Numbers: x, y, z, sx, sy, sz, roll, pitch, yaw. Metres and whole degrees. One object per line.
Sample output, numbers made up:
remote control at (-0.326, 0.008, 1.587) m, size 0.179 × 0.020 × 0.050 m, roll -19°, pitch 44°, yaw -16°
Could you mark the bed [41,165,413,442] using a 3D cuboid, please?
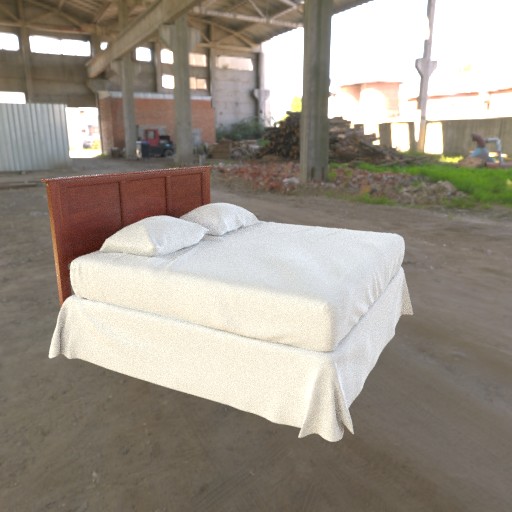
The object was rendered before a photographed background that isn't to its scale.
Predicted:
bed at (0.000, 0.000, 3.526) m, size 2.219 × 1.271 × 2.314 m, roll 8°, pitch 16°, yaw 27°
